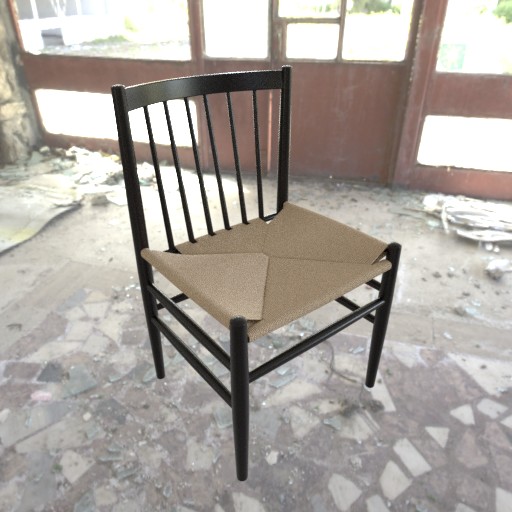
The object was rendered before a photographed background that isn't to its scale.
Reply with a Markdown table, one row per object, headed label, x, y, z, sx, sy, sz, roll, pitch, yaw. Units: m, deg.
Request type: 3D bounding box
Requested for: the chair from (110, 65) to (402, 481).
| label | x | y | z | sx | sy | sz | roll | pitch | yaw |
| --- | --- | --- | --- | --- | --- | --- | --- | --- | --- |
| chair | 0.000 | 0.000 | 1.116 | 0.495 | 0.818 | 0.516 | -22 | 37 | -32 |
